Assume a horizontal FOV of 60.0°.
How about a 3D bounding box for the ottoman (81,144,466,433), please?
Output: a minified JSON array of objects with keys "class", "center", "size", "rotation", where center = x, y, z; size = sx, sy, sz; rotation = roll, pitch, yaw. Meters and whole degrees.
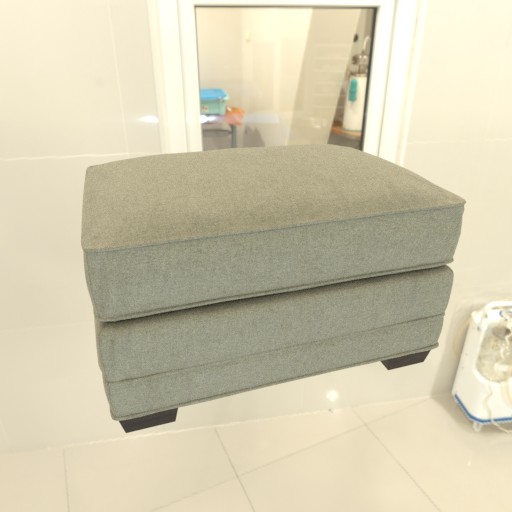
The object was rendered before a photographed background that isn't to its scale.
[{"class":"ottoman","center":[0.000,0.000,1.210],"size":[0.848,0.508,0.611],"rotation":[-8,28,-16]}]
